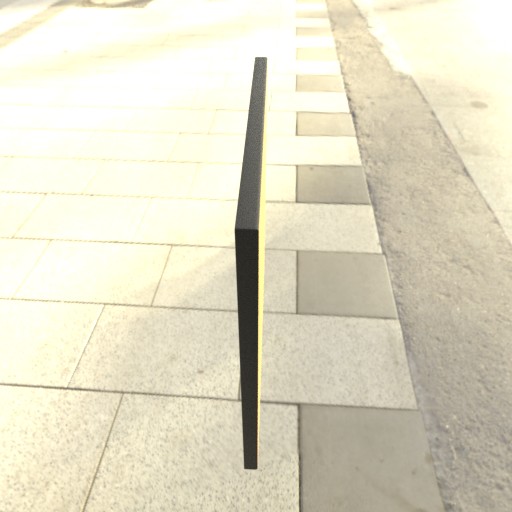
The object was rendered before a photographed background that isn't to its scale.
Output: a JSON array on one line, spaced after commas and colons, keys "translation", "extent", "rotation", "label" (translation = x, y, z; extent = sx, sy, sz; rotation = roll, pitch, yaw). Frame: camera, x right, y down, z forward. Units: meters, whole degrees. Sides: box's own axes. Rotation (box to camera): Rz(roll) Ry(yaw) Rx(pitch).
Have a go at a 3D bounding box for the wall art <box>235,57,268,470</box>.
[{"translation": [0.000, 0.000, 0.688], "extent": [0.022, 0.453, 0.456], "rotation": [1, 41, 2], "label": "wall art"}]
